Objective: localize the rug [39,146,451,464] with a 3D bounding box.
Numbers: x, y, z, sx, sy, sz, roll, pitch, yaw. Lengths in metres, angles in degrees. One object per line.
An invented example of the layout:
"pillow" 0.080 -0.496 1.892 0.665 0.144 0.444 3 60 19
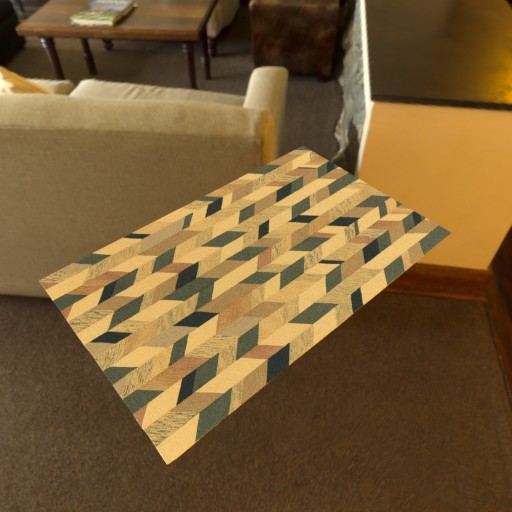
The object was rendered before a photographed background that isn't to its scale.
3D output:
"rug" 0.000 0.000 3.033 2.423 0.008 1.513 -32 54 -27
